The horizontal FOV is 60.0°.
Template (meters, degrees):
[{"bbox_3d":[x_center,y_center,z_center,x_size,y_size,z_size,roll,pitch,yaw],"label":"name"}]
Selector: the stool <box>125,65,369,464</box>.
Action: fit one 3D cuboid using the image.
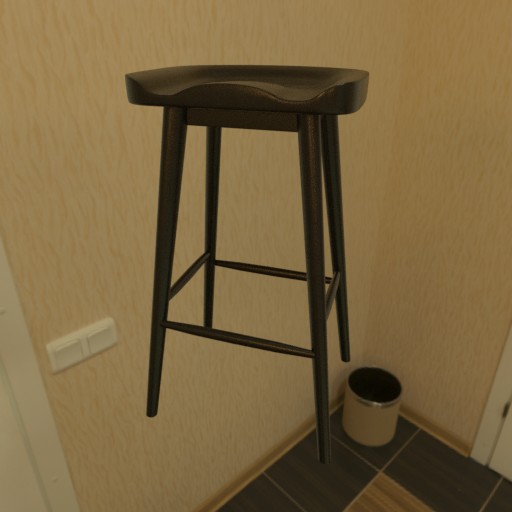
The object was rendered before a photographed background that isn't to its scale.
[{"bbox_3d":[0.000,0.000,0.970,0.440,0.749,0.361,8,28,16],"label":"stool"}]
